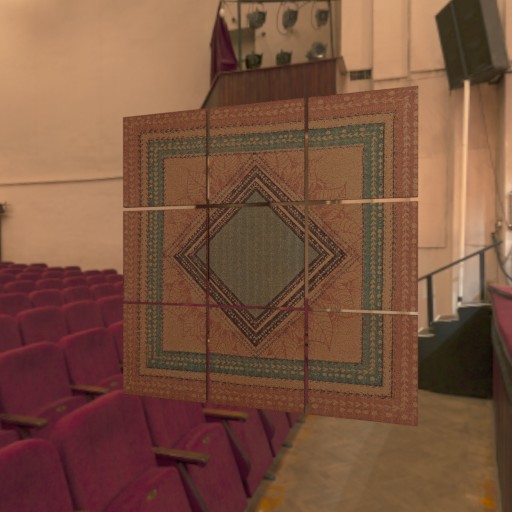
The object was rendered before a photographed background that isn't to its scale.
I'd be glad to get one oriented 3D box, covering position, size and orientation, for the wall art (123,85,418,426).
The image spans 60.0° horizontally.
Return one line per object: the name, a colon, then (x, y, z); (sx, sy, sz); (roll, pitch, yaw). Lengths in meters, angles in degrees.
wall art: (0.000, 0.000, 1.332); (0.915, 0.914, 0.013); (0, 0, 17)
